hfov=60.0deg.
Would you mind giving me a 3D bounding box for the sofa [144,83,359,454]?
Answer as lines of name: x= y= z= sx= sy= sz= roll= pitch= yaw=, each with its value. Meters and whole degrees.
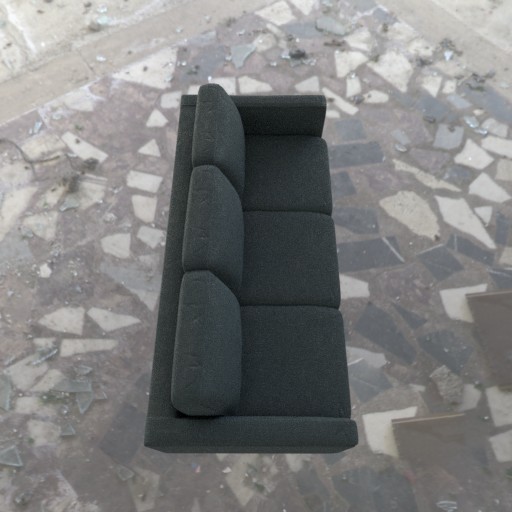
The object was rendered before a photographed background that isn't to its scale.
sofa: x=0.000 y=0.000 z=2.501 sx=0.935 sy=0.945 sz=2.013 roll=0 pitch=63 yaw=0
